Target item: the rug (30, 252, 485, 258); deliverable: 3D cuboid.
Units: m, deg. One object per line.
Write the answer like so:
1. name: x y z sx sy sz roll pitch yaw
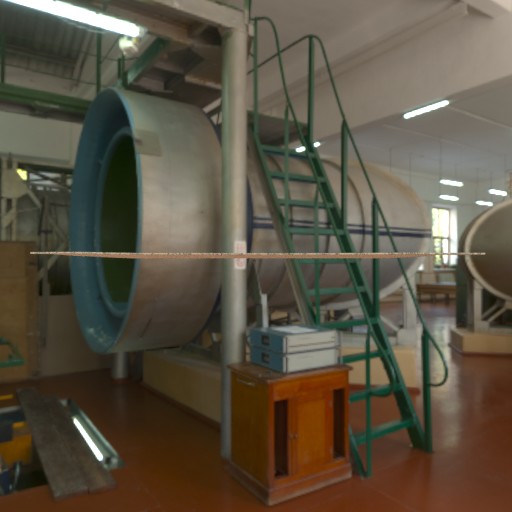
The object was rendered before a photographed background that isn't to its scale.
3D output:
1. rug: 0.000 0.000 4.144 3.054 0.030 2.430 0 -1 0
